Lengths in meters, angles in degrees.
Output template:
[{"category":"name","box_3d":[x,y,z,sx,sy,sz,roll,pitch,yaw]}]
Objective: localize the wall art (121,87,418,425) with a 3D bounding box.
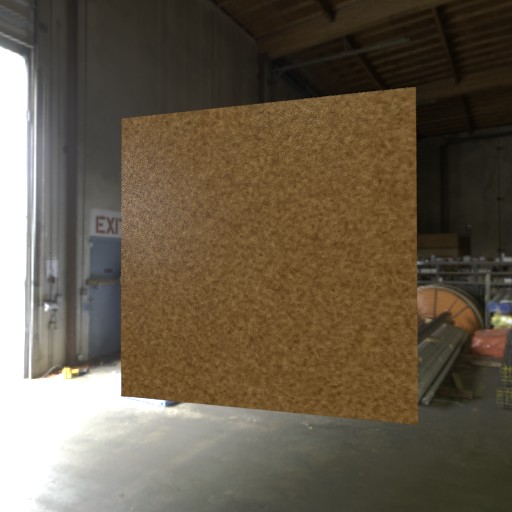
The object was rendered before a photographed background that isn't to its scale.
[{"category":"wall art","box_3d":[0.000,0.000,0.652,0.446,0.445,0.014,0,-1,16]}]
